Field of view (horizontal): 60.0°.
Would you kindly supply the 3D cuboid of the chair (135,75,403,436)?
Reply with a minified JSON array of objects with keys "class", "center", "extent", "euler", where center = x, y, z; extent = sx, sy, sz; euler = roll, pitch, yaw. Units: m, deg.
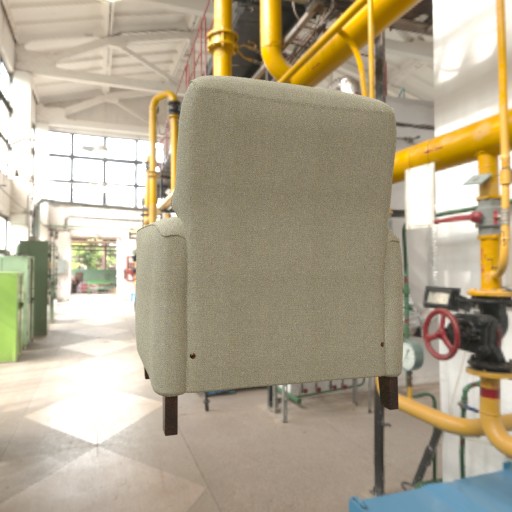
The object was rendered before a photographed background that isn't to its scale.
[{"class":"chair","center":[0.000,0.000,1.653],"extent":[0.850,1.006,0.853],"euler":[1,-2,-18]}]
